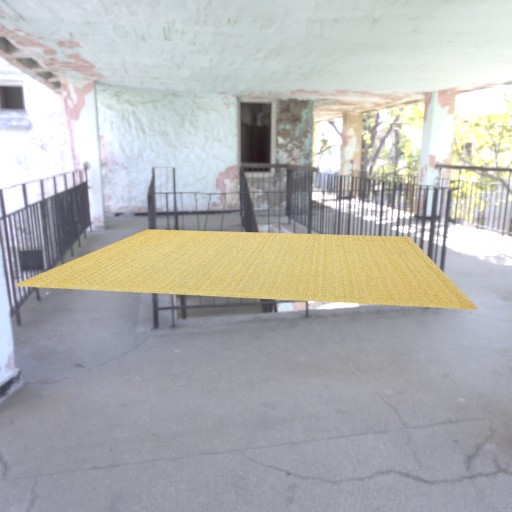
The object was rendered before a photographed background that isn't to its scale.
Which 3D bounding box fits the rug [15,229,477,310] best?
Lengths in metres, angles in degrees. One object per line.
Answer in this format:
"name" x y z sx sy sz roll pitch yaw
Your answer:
"rug" 0.000 0.000 4.255 3.242 0.015 2.486 2 13 9
